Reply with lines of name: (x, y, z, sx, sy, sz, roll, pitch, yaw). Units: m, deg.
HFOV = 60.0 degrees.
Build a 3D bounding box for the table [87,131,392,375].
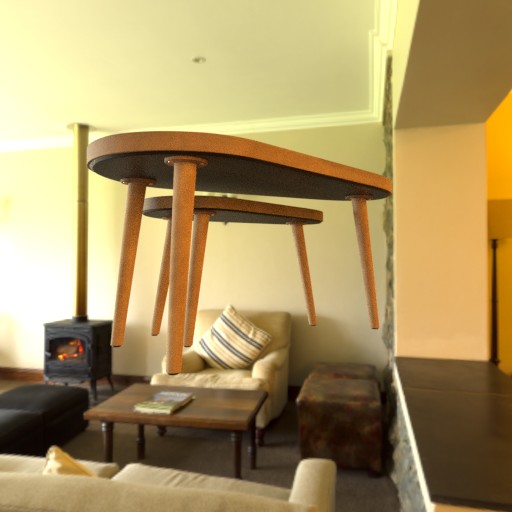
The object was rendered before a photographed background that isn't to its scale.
table: (0.000, 0.000, 1.587, 1.190, 0.595, 0.701, 1, -1, -35)
